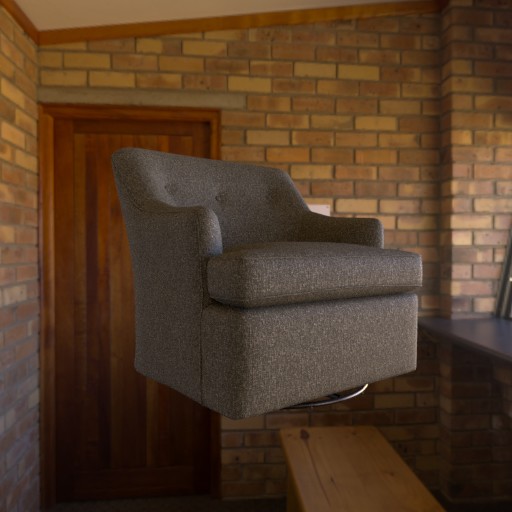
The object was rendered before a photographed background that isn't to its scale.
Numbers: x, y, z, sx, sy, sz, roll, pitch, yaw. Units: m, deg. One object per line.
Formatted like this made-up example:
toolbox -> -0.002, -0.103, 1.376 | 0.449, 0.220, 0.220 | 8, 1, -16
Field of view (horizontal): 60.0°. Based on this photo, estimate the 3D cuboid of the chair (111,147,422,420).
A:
chair -> 0.000, 0.000, 1.640 | 0.864, 0.856, 0.923 | -1, 1, -37
